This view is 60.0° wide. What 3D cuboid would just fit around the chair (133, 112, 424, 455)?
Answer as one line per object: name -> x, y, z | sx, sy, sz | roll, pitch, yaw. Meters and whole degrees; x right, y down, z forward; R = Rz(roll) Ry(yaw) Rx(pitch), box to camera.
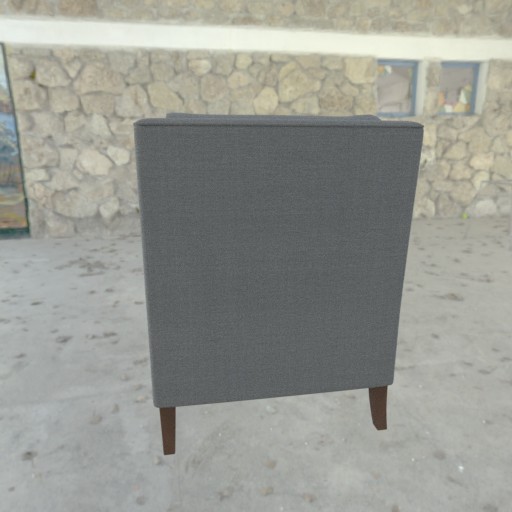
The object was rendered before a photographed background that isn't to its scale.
chair -> 0.000, 0.000, 1.795 | 0.866, 1.056, 1.040 | -2, 14, -10
